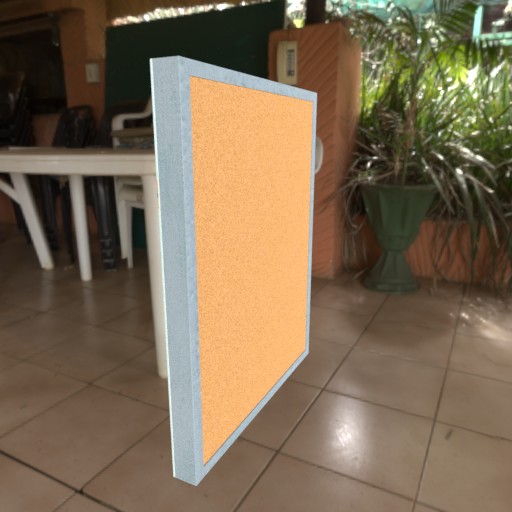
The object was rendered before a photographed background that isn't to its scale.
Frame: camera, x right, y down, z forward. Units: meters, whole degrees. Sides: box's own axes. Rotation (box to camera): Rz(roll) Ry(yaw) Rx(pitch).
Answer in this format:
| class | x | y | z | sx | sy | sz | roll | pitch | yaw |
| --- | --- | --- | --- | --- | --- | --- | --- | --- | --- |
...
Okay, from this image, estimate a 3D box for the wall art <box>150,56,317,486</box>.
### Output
| class | x | y | z | sx | sy | sz | roll | pitch | yaw |
| --- | --- | --- | --- | --- | --- | --- | --- | --- | --- |
| wall art | 0.000 | 0.000 | 0.686 | 0.037 | 0.509 | 0.409 | 7 | 16 | 26 |
